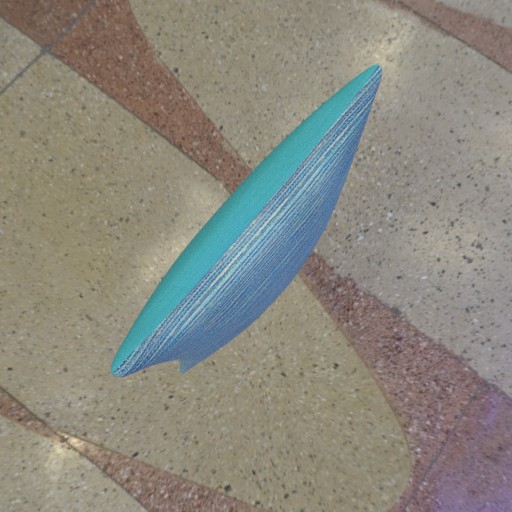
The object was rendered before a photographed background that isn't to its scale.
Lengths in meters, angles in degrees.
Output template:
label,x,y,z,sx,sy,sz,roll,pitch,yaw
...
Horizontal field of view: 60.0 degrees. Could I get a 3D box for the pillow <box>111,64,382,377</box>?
label,x,y,z,sx,sy,sz,roll,pitch,yaw
pillow,0.000,0.000,0.770,0.150,0.497,0.514,38,79,9
